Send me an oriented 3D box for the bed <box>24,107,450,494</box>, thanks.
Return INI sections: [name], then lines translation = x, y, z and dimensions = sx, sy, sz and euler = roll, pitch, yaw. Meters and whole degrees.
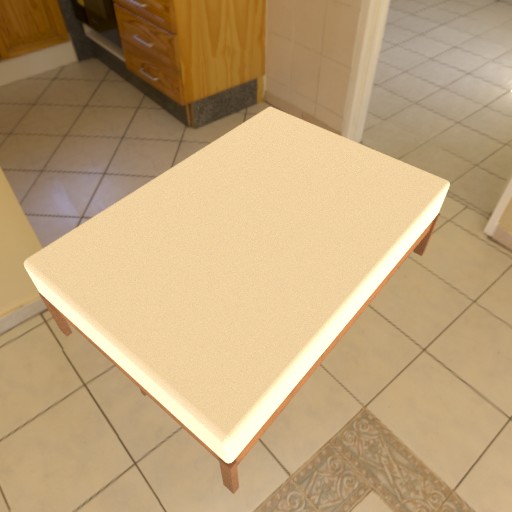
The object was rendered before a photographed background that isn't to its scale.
[bed]
translation = 0.000, 0.000, 2.557
dimensions = 1.348, 0.616, 1.927
euler = 32, 55, 26
